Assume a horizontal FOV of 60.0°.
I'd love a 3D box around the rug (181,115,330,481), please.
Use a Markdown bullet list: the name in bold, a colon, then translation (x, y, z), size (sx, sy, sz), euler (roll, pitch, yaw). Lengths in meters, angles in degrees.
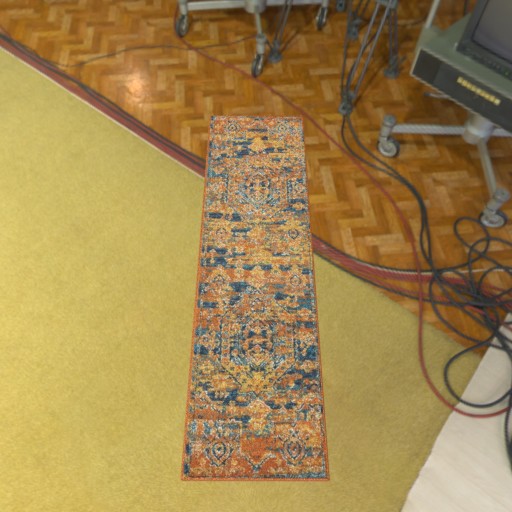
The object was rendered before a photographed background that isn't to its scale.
- **rug**: translation (0.000, 0.000, 2.505), size (0.651, 0.016, 2.274), euler (0, 59, 0)
